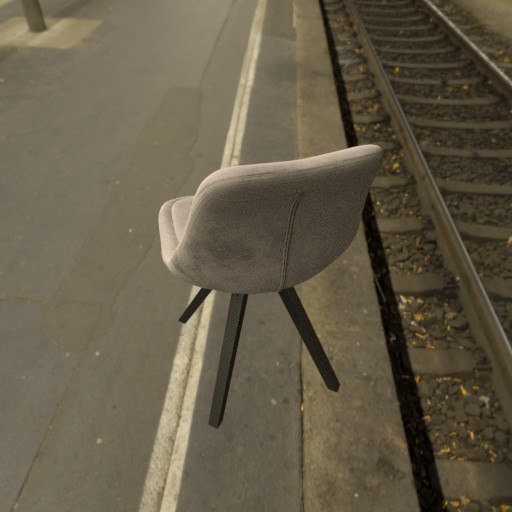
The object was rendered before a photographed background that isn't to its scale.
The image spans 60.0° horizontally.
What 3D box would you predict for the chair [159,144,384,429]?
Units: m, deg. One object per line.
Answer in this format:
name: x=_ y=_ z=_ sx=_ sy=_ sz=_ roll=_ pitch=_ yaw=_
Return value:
chair: x=0.000 y=0.000 z=1.188 sx=0.485 sy=0.850 sz=0.550 roll=-12 pitch=43 yaw=-13
